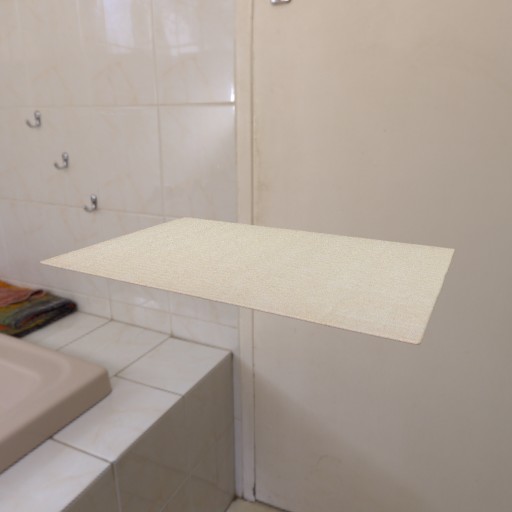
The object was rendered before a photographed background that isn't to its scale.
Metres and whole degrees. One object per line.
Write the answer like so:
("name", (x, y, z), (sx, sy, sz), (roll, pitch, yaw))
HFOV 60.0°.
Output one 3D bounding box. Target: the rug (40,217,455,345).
("rug", (0.000, 0.000, 2.347), (1.848, 0.014, 1.238), (9, 19, 26))
